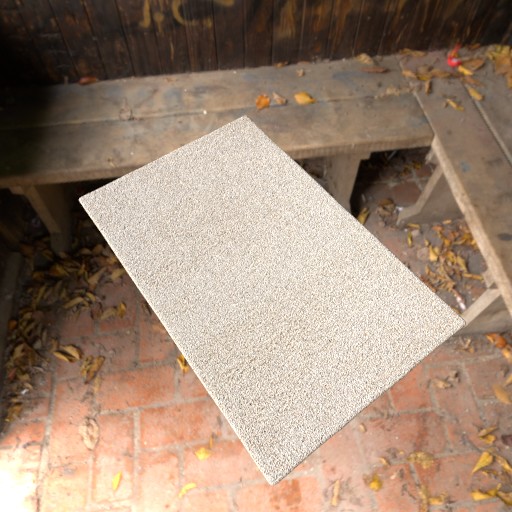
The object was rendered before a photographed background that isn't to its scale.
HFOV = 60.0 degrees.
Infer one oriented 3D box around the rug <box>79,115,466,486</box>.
[{"bbox_3d":[0.000,0.000,3.511,1.778,0.030,2.743,-32,63,-18],"label":"rug"}]
